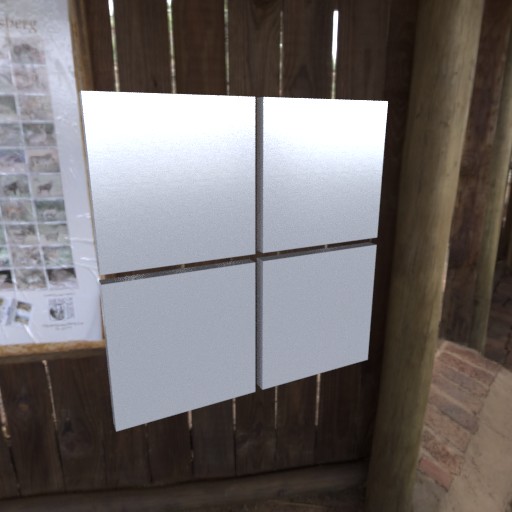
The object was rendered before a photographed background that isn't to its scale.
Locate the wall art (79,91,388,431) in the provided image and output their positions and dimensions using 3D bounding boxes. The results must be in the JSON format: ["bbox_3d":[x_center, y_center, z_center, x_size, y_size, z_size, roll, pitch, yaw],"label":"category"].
[{"bbox_3d":[0.000,0.000,0.905,0.611,0.611,0.029,-8,18,-26],"label":"wall art"}]
